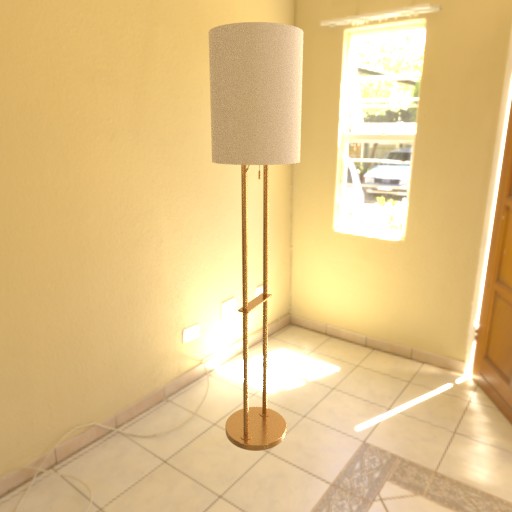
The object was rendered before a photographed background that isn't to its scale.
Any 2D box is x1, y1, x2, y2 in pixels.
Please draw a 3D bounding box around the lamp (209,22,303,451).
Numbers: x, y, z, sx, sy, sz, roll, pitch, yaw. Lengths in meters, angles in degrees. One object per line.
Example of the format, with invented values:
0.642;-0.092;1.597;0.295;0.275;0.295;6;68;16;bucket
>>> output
0.000;0.000;1.638;0.305;1.500;0.306;8;17;26;lamp
